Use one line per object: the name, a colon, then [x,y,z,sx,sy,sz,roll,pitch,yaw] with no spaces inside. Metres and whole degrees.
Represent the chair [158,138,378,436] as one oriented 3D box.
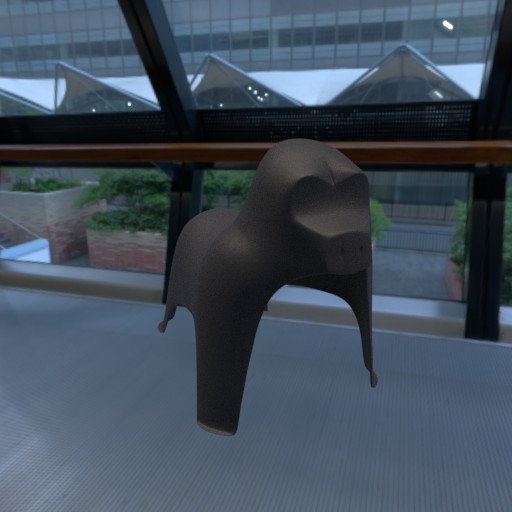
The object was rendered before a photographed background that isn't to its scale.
chair: [0.000,0.000,1.157,0.490,0.600,0.758,-8,18,-26]
